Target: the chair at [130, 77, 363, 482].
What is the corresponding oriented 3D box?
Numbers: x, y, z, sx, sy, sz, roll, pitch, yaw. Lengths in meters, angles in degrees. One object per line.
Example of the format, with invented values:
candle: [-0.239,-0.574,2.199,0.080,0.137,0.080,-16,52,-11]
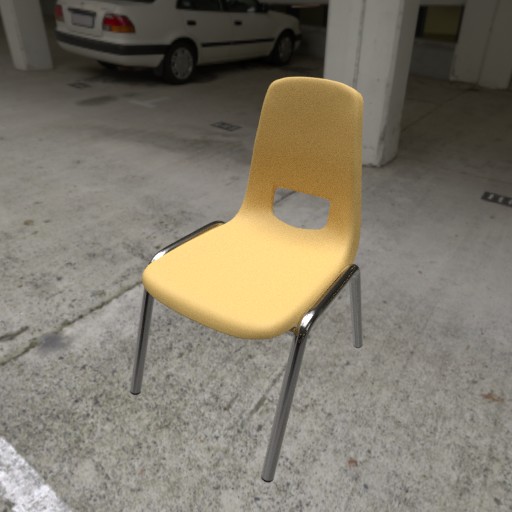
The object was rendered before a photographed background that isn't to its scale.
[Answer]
chair: [0.000,0.000,0.839,0.354,0.586,0.423,20,36,30]
